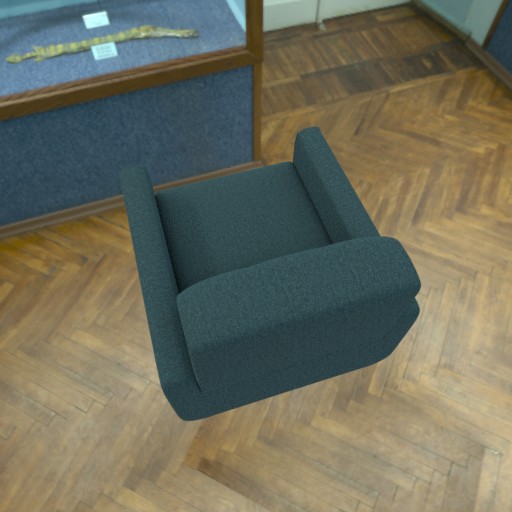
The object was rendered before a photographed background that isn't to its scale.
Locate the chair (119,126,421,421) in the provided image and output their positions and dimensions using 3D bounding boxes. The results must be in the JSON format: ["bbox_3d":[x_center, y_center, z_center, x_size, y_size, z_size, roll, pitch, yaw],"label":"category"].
[{"bbox_3d":[0.000,0.000,1.725,0.880,0.940,0.964,-15,59,-9],"label":"chair"}]
